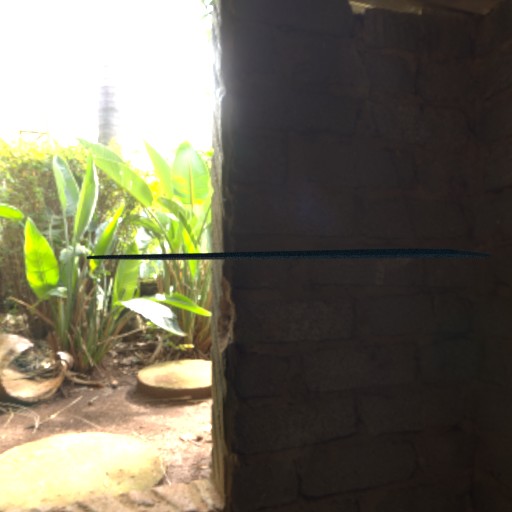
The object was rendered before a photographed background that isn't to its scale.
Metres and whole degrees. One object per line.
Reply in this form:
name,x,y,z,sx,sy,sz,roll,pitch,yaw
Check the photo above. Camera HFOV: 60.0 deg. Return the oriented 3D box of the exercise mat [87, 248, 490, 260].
exercise mat,0.000,0.000,2.060,1.869,0.021,0.616,-1,-1,37
